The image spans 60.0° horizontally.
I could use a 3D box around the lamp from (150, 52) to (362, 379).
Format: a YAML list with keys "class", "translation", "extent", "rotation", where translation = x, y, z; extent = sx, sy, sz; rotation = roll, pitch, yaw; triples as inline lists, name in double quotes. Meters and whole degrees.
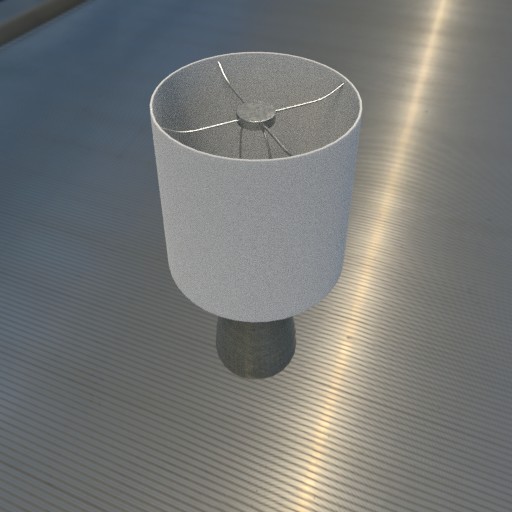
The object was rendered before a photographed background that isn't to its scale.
- class: "lamp"
  translation: [0.000, 0.000, 0.483]
  extent: [0.186, 0.369, 0.186]
  rotation: [0, 48, 0]
